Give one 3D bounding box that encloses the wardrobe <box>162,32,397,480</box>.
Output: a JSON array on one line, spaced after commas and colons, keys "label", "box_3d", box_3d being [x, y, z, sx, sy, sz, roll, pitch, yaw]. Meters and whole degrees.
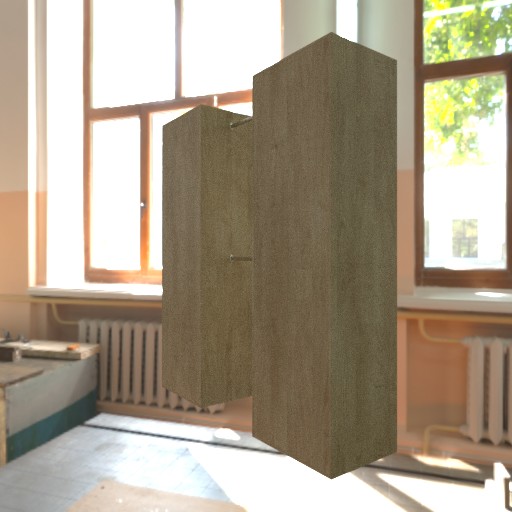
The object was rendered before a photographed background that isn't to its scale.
[{"label": "wardrobe", "box_3d": [0.000, 0.000, 2.831, 0.480, 2.000, 1.770, 0, 0, -37]}]
